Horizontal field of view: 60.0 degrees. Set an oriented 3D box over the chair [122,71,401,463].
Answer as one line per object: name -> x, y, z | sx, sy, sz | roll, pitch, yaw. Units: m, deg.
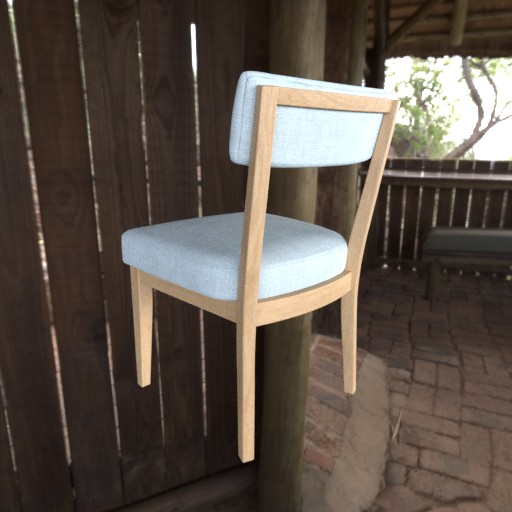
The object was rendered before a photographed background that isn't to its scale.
chair -> 0.000, 0.000, 1.182 | 0.508, 0.832, 0.572 | -13, 20, -41
